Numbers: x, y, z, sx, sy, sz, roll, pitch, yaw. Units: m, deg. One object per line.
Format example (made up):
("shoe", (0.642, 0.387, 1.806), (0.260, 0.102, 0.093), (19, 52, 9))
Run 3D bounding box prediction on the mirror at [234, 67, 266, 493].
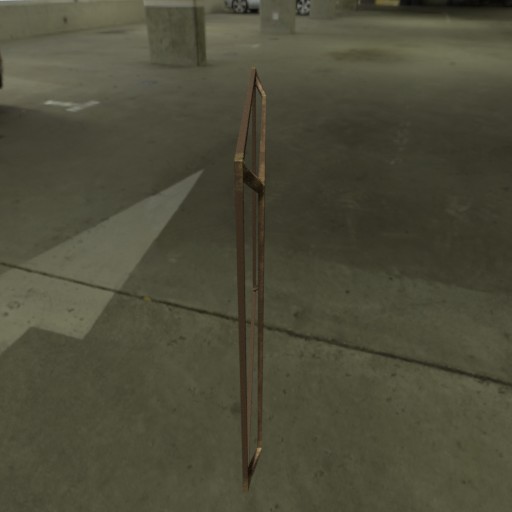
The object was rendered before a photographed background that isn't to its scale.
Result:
("mirror", (0.000, 0.000, 0.885), (0.032, 0.610, 0.610), (1, 32, 1))
